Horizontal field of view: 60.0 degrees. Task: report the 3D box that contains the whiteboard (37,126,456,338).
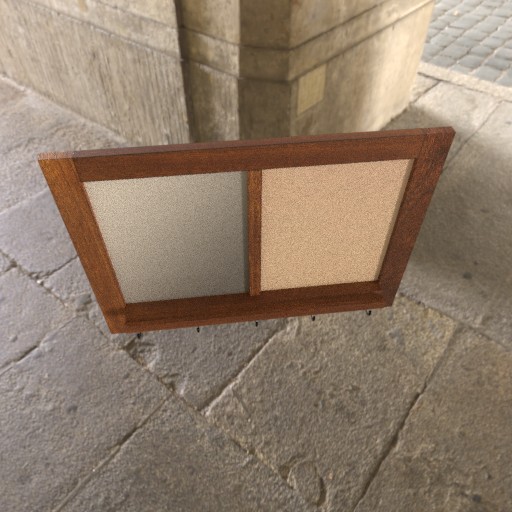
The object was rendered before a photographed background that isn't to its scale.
[{"bbox_3d":[0.000,0.000,1.014,0.783,0.559,0.083,-5,47,-5],"label":"whiteboard"}]
